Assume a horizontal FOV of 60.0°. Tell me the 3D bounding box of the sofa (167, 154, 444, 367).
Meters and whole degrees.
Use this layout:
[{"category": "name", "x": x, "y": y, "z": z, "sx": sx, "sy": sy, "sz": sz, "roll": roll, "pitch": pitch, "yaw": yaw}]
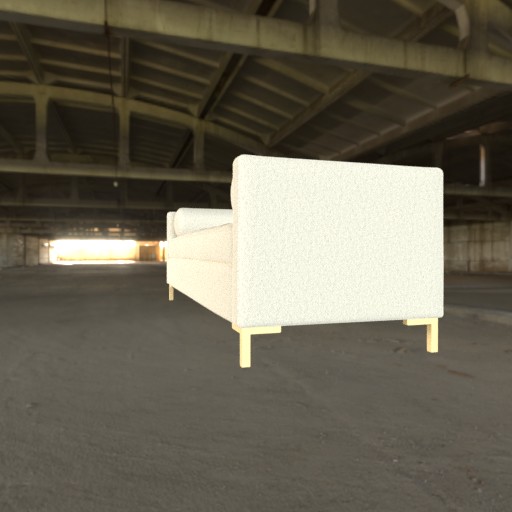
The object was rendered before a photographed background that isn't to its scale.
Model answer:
[{"category": "sofa", "x": 0.000, "y": 0.000, "z": 2.329, "sx": 0.746, "sy": 0.641, "sz": 1.985, "roll": 0, "pitch": 0, "yaw": -17}]
